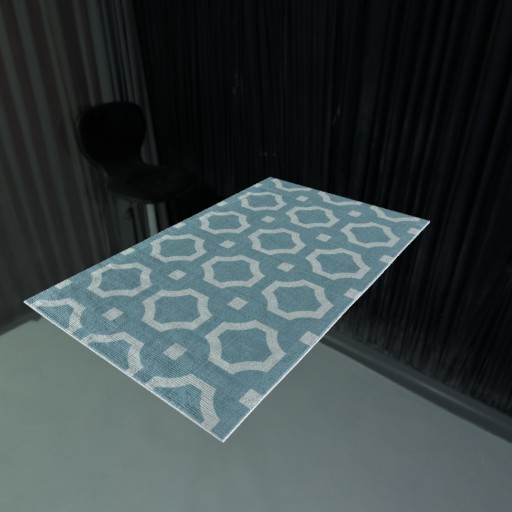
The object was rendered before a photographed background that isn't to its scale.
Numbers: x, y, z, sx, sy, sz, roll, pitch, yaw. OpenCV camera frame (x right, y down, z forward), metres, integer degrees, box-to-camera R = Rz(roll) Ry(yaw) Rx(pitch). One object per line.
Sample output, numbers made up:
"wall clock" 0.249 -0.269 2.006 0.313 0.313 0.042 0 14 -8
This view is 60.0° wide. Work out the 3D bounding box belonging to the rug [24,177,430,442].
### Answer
"rug" 0.000 0.000 2.998 1.528 0.015 2.443 22 38 31
